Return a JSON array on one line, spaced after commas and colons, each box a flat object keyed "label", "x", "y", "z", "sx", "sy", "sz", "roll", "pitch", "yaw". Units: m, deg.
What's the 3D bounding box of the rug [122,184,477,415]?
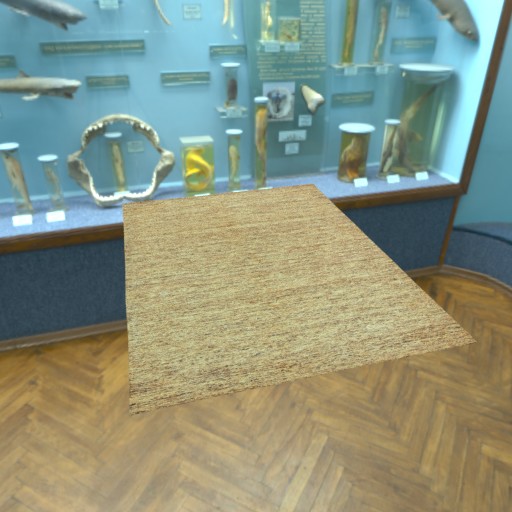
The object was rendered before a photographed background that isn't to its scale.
[{"label": "rug", "x": 0.000, "y": 0.000, "z": 4.251, "sx": 2.438, "sy": 0.012, "sz": 3.200, "roll": -8, "pitch": 32, "yaw": -13}]
